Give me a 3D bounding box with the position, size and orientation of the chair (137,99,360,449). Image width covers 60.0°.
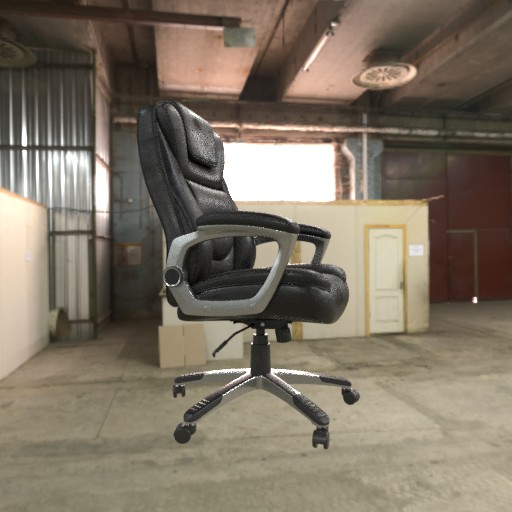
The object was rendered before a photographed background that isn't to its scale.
[{"bbox_3d":[0.000,0.000,1.557,0.689,1.075,0.697,0,1,18],"label":"chair"}]
